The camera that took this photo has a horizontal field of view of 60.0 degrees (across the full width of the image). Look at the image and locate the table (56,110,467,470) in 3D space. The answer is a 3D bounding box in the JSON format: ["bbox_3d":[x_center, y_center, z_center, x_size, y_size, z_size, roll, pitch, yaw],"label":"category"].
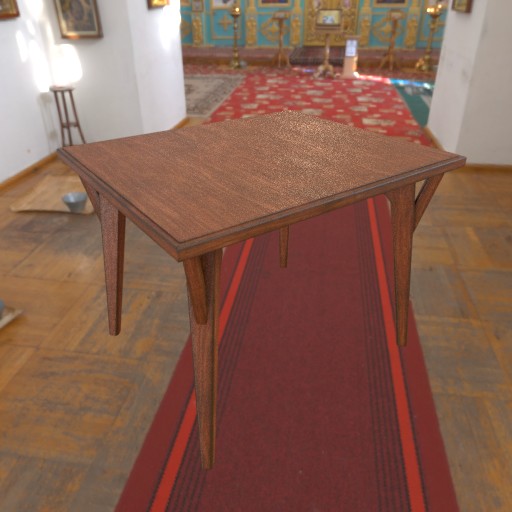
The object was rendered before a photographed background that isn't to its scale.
[{"bbox_3d":[0.000,0.000,1.583,0.991,0.761,0.838,-20,35,-31],"label":"table"}]
